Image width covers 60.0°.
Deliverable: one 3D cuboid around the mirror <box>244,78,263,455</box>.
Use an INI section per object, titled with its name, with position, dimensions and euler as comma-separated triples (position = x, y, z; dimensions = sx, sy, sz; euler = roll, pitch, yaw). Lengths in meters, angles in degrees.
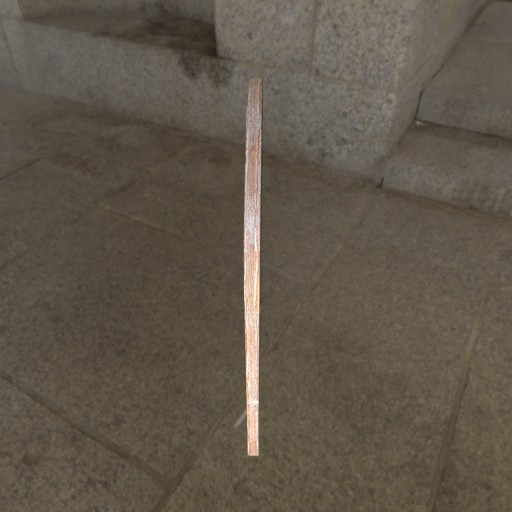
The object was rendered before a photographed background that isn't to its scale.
[mirror]
position = 0.000, 0.000, 1.208
dimensions = 0.032, 0.920, 0.660
euler = 1, 40, 1
